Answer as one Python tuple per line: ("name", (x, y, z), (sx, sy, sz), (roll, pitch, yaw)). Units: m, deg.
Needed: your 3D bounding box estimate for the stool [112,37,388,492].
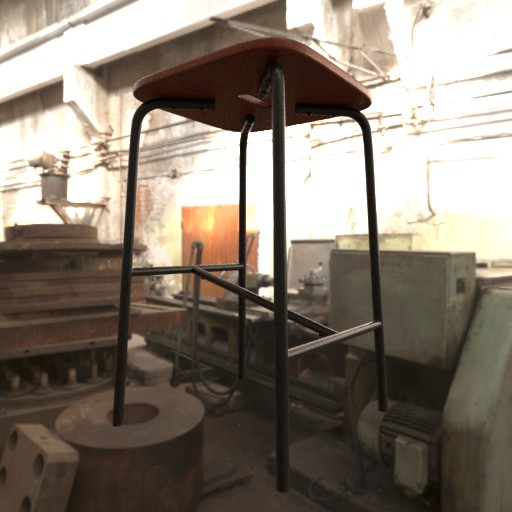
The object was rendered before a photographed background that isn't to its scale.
("stool", (0.000, 0.000, 0.833), (0.376, 0.610, 0.376), (1, 1, 37))
